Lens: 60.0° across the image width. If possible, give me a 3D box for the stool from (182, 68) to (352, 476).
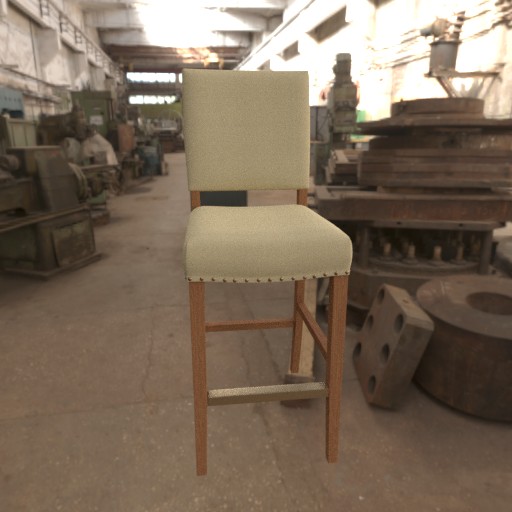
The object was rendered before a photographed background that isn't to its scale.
[{"bbox_3d":[0.000,0.000,1.427,0.445,1.168,0.584,-2,17,-7],"label":"stool"}]
